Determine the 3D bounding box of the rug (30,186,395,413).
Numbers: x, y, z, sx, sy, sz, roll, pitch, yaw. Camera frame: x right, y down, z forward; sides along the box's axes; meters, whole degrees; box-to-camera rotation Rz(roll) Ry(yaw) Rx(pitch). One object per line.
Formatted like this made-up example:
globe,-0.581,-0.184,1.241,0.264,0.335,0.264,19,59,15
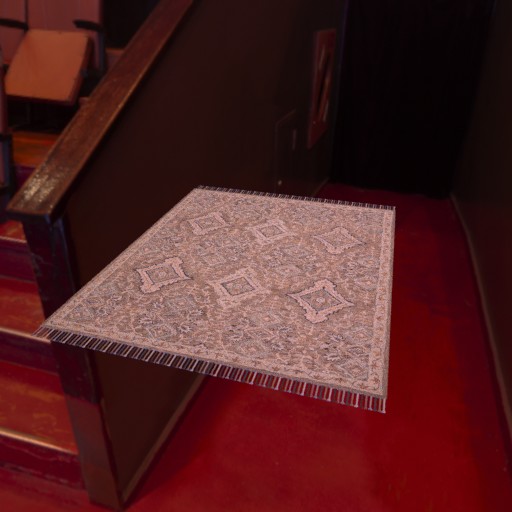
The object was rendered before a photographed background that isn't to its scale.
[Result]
rug,0.000,0.000,4.095,2.437,0.010,3.056,8,31,14
